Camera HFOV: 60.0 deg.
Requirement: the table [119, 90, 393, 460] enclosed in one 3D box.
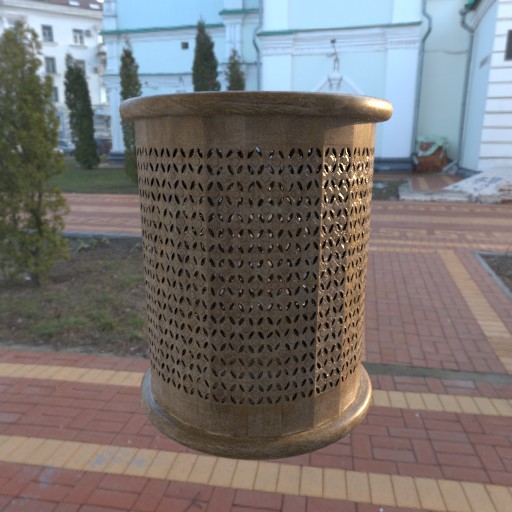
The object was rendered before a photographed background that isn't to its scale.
[{"bbox_3d":[0.000,0.000,0.745,0.407,0.482,0.407,0,14,0],"label":"table"}]
